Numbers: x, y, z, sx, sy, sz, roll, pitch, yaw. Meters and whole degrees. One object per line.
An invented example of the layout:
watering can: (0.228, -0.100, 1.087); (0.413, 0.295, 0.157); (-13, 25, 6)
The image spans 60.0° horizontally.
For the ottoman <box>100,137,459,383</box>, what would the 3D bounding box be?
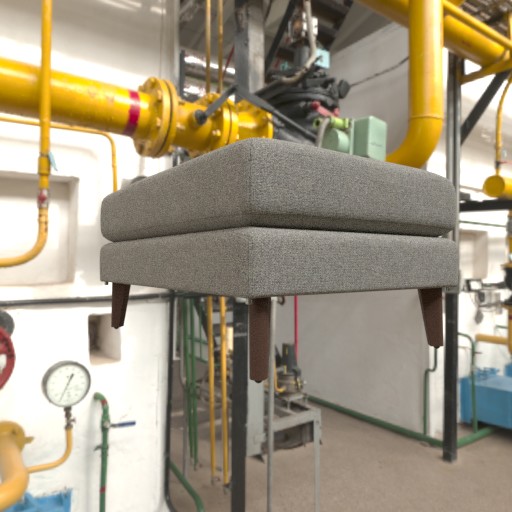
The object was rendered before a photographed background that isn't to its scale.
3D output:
ottoman: (0.000, 0.000, 1.199); (0.611, 0.441, 0.821); (1, -1, -35)
